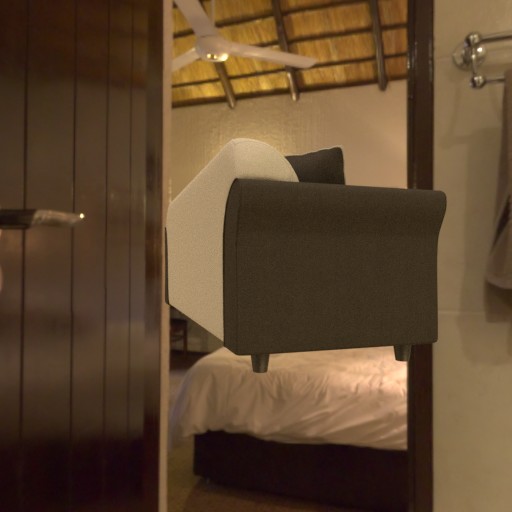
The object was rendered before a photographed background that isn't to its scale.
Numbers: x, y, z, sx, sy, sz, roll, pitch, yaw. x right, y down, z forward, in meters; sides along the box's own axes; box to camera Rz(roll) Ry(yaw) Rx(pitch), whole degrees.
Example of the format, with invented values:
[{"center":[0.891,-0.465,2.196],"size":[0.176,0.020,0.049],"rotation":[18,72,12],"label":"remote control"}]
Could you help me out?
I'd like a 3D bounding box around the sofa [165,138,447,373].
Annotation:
[{"center":[0.000,0.000,2.371],"size":[0.755,0.787,2.001],"rotation":[0,-1,-18],"label":"sofa"}]
